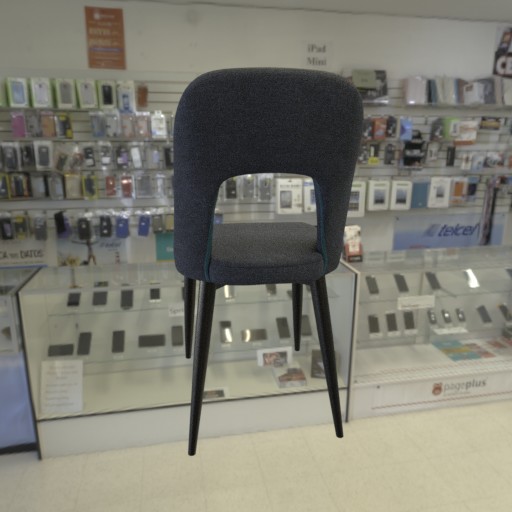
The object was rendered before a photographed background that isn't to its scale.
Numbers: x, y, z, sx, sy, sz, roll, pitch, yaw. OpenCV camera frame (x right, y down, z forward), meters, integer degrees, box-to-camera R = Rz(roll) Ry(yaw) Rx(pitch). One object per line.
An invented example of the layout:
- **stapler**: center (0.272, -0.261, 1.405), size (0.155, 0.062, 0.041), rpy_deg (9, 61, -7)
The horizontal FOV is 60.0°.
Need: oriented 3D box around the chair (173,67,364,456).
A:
- **chair**: center (0.000, 0.000, 1.281), size (0.470, 0.931, 0.612), rpy_deg (-2, 15, -8)
